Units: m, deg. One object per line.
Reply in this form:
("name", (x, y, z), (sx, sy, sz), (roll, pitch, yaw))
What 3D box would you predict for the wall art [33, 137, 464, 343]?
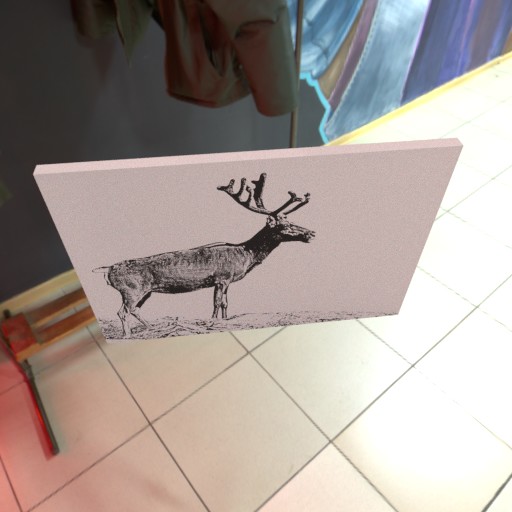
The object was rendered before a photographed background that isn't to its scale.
("wall art", (0.000, 0.000, 1.160), (0.906, 0.617, 0.033), (-5, 46, -5))
